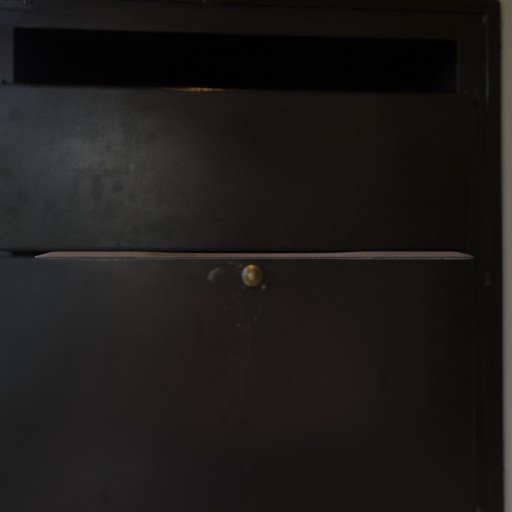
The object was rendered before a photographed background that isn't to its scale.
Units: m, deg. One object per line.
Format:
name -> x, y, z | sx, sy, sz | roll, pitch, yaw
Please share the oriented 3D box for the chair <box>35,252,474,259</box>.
chair -> 0.000, 0.000, 1.947 | 1.372, 0.024, 1.219 | 0, 0, 1
